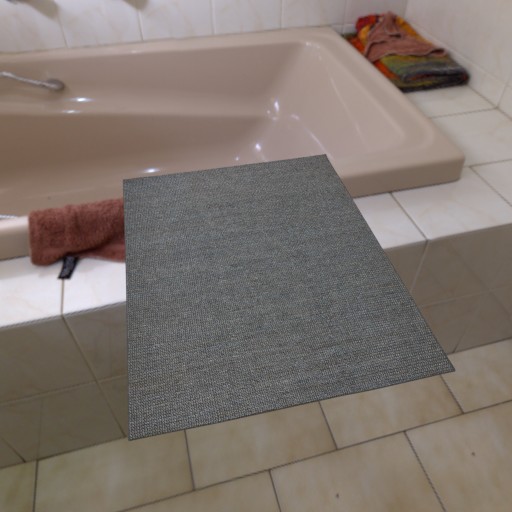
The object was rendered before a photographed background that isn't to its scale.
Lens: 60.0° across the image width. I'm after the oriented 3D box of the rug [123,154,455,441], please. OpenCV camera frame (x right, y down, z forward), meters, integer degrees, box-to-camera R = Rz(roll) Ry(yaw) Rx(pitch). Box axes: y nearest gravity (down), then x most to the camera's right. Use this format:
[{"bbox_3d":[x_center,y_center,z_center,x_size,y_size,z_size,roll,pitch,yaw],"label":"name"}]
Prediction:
[{"bbox_3d":[0.000,0.000,4.229,2.456,0.021,3.068,-9,46,-9],"label":"rug"}]
